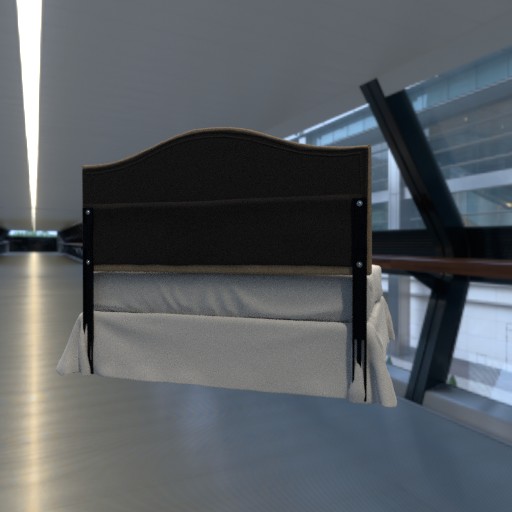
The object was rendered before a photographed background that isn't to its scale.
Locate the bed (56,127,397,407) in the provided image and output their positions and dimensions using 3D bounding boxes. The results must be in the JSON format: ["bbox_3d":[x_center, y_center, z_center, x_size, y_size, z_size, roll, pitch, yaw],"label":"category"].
[{"bbox_3d":[0.000,0.000,3.792,2.311,1.651,2.222,0,1,18],"label":"bed"}]
